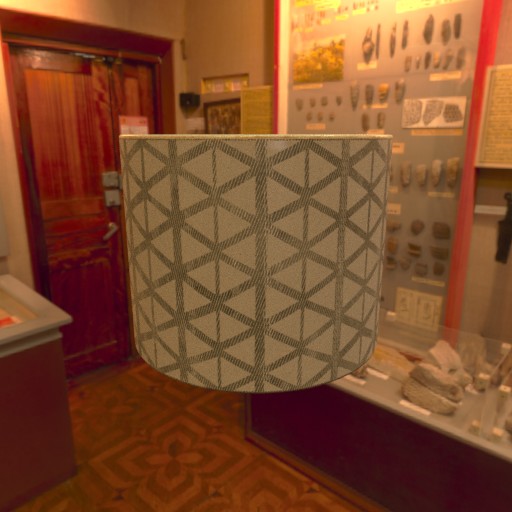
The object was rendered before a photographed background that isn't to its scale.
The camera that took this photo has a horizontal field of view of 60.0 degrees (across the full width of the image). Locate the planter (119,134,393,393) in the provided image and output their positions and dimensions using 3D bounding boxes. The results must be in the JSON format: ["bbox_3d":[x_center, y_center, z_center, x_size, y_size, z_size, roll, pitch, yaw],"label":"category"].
[{"bbox_3d":[0.000,0.000,0.344,0.190,0.181,0.190,0,15,0],"label":"planter"}]
